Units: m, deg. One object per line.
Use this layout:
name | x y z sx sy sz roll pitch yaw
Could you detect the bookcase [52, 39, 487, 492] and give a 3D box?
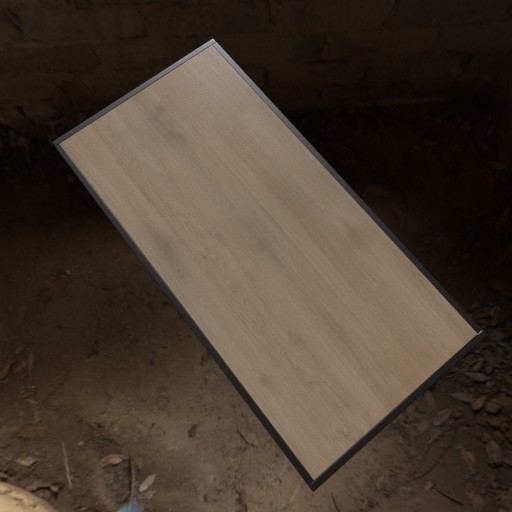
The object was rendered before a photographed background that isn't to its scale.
bookcase | 0.000 0.000 1.225 0.500 0.400 1.000 -37 78 -10
